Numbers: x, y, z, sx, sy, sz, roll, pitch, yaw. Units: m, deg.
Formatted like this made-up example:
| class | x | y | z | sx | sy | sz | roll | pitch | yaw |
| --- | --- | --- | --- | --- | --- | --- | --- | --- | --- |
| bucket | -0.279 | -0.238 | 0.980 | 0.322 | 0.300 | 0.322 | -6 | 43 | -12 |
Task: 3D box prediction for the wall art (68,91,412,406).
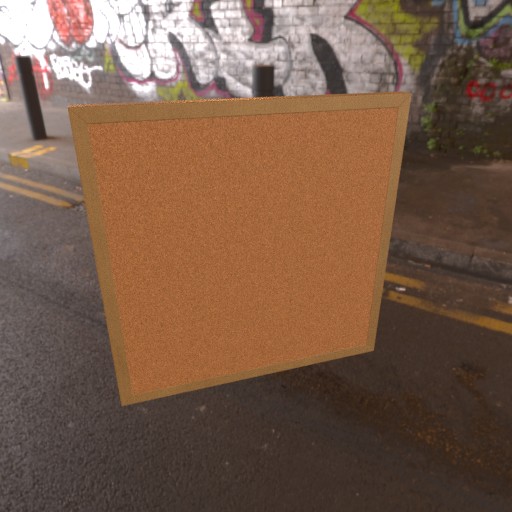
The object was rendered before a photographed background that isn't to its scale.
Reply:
| class | x | y | z | sx | sy | sz | roll | pitch | yaw |
| --- | --- | --- | --- | --- | --- | --- | --- | --- | --- |
| wall art | 0.000 | 0.000 | 1.131 | 0.763 | 0.763 | 0.037 | -8 | 28 | -16 |
